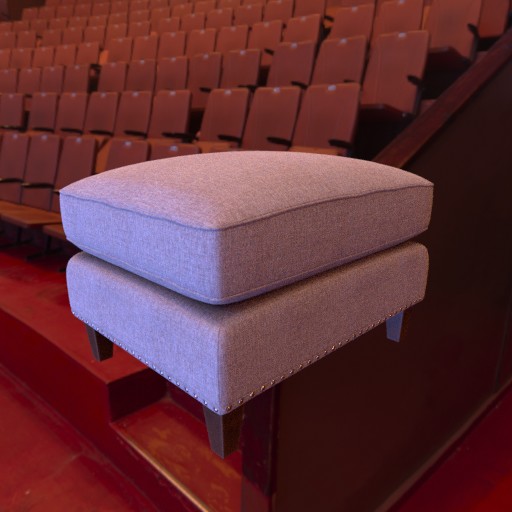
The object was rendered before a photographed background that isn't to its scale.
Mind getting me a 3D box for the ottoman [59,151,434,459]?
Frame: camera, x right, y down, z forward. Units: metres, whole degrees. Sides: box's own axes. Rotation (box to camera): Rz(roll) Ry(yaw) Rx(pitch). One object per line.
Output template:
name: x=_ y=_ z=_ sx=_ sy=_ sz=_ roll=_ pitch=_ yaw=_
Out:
ottoman: x=0.000 y=0.000 z=1.121 sx=0.741 sy=0.513 sz=0.584 roll=-16 pitch=23 yaw=-42
